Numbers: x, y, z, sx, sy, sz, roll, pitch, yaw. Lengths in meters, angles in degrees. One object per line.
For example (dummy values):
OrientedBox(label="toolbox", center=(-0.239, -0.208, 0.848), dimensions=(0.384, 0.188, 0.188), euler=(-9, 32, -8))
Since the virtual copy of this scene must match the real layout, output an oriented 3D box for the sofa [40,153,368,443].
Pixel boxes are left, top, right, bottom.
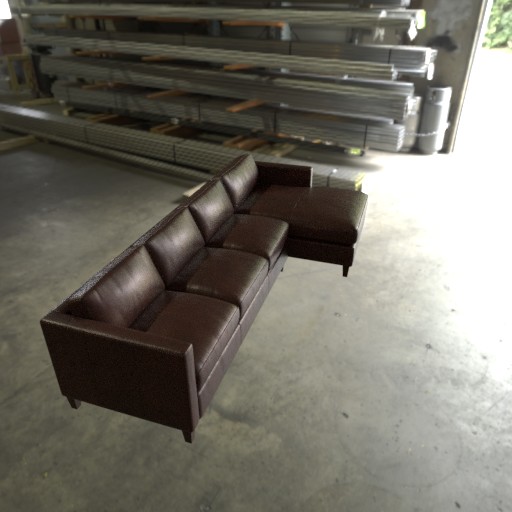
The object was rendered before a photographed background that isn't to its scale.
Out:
OrientedBox(label="sofa", center=(0.000, 0.000, 3.790), dimensions=(1.581, 0.883, 3.203), euler=(9, 31, 16))
